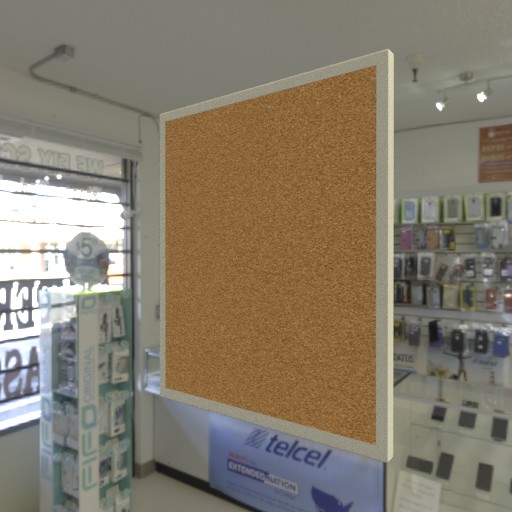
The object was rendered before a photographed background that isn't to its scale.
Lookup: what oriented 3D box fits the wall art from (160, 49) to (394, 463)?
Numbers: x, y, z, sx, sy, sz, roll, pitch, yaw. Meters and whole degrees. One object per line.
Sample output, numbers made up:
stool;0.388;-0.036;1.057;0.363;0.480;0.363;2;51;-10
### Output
wall art;0.000;0.000;0.715;0.444;0.536;0.020;0;0;37
